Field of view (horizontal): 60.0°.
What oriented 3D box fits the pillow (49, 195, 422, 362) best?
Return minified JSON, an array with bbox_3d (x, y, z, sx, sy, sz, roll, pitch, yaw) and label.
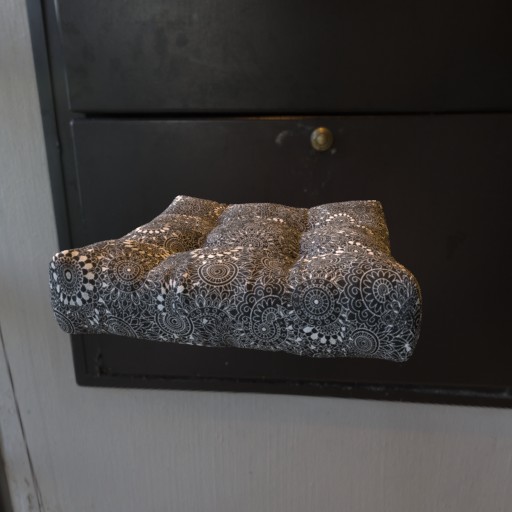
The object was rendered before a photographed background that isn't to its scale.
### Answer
[{"bbox_3d":[0.000,0.000,0.745,0.468,0.128,0.490,3,17,9],"label":"pillow"}]
